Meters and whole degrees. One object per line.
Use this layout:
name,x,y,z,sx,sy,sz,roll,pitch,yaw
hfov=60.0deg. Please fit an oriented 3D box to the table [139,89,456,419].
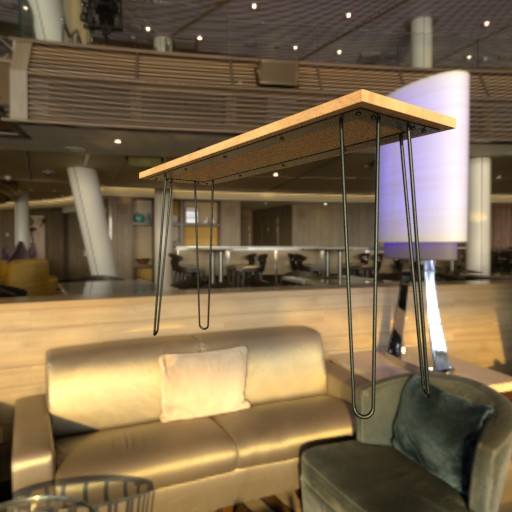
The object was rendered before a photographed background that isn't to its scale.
table,0.000,0.000,1.720,0.399,0.799,1.400,-1,1,-36
